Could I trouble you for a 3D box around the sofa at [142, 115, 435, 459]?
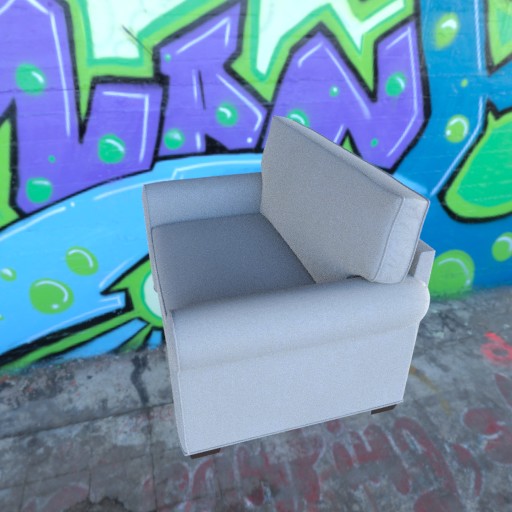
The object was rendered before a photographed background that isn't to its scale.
[{"bbox_3d":[0.000,0.000,2.057,0.937,1.006,1.405,-8,30,-14],"label":"sofa"}]
